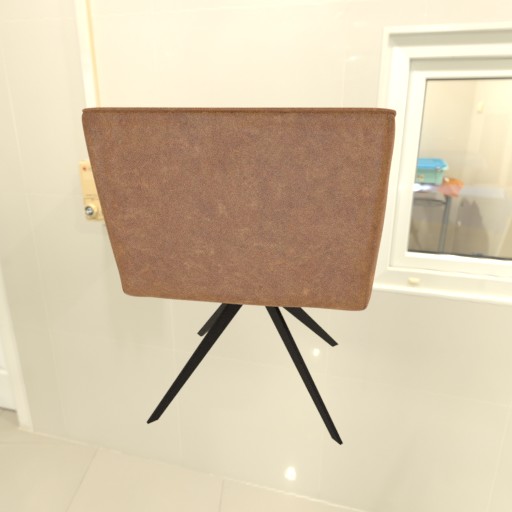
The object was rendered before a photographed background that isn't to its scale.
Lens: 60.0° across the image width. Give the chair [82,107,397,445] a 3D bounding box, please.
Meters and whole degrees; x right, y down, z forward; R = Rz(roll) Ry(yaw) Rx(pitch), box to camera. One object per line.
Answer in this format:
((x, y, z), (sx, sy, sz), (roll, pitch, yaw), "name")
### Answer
((0.000, 0.000, 1.189), (0.588, 0.760, 0.625), (3, 19, 8), "chair")
